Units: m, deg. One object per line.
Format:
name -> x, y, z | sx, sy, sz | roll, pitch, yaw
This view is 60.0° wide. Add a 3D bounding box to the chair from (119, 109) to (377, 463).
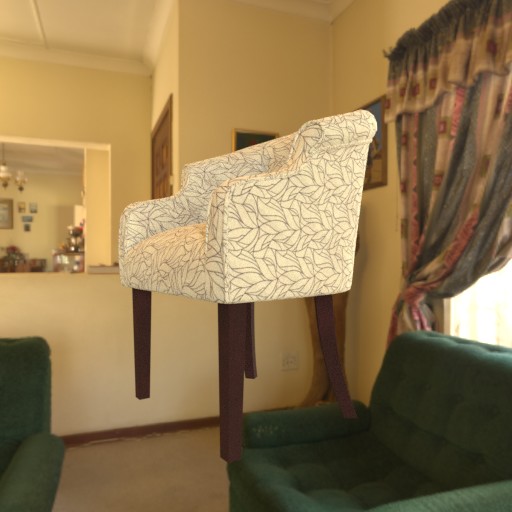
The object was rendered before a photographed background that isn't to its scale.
chair -> 0.000, 0.000, 1.284 | 0.613, 0.858, 0.686 | 0, 1, -36
